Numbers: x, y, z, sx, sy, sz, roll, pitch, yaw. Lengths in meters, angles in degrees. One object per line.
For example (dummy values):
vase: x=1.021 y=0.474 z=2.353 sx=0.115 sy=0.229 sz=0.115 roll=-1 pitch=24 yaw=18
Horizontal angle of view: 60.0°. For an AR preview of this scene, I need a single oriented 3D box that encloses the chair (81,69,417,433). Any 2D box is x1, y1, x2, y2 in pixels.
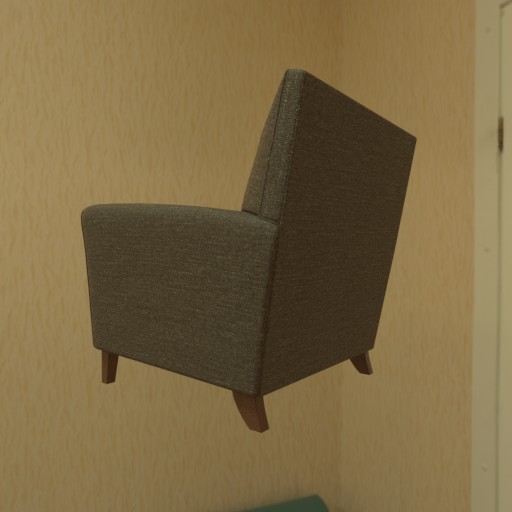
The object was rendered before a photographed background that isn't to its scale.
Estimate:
chair: x=0.000 y=0.000 z=1.567 sx=0.875 sy=0.885 sz=0.838 roll=1 pitch=1 yaw=38
